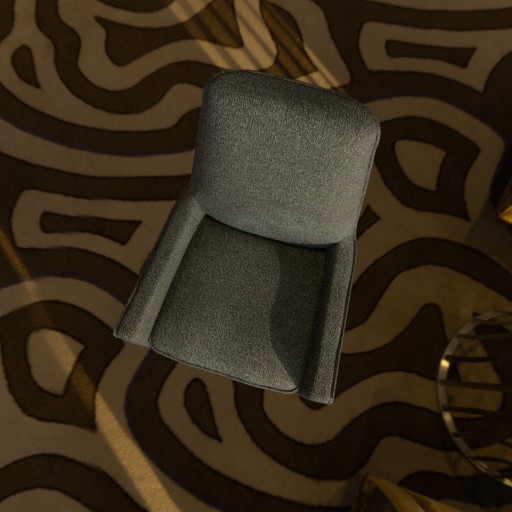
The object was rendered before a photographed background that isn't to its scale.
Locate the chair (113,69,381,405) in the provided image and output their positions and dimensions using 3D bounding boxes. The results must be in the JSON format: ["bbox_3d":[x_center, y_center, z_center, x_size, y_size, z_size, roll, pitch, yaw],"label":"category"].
[{"bbox_3d":[0.000,0.000,1.569,0.763,0.883,0.859,17,77,4],"label":"chair"}]
